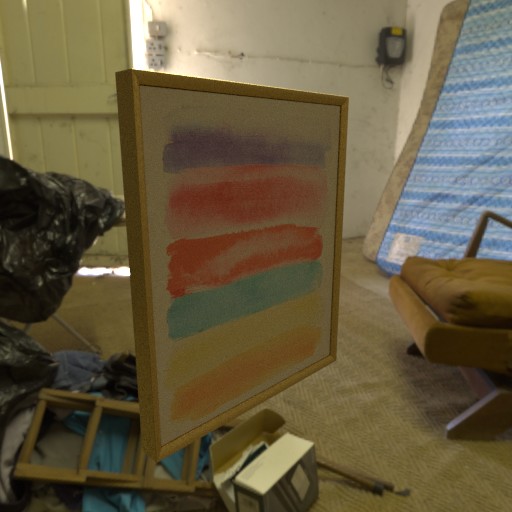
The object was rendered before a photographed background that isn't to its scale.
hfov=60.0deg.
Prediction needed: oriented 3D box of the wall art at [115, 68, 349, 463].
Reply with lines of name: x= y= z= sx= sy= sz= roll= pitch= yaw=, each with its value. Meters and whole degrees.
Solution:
wall art: x=0.000 y=0.000 z=0.895 sx=0.537 sy=0.642 sz=0.048 roll=-14 pitch=19 yaw=-43
